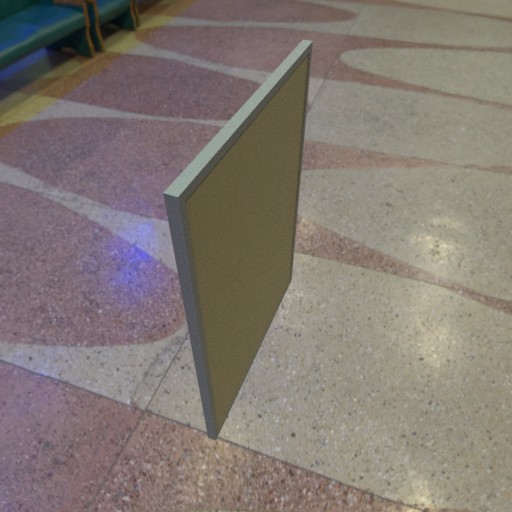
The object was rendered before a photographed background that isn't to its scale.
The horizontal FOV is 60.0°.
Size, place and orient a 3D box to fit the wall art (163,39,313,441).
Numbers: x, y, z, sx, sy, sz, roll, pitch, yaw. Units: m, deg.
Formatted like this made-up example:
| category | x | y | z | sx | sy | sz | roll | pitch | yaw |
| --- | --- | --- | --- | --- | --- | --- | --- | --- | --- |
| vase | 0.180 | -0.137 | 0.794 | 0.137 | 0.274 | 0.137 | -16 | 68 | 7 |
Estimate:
| category | x | y | z | sx | sy | sz | roll | pitch | yaw |
| --- | --- | --- | --- | --- | --- | --- | --- | --- | --- |
| wall art | 0.000 | 0.000 | 1.400 | 0.034 | 1.042 | 0.789 | 16 | 48 | 15 |
